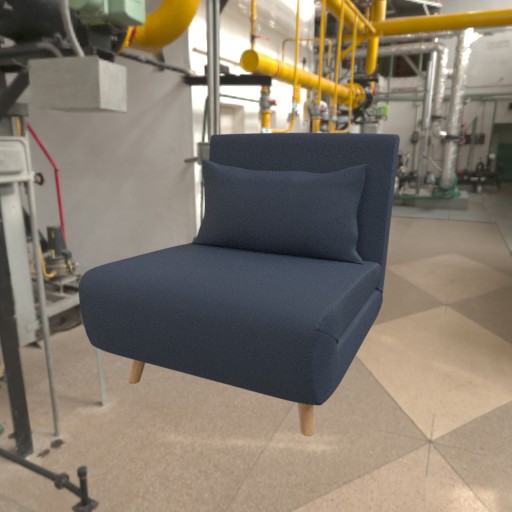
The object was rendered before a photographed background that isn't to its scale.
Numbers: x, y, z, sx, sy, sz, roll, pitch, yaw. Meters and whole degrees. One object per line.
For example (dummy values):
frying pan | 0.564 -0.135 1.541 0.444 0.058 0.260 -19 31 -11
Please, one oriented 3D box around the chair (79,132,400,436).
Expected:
chair | 0.000 0.000 1.498 0.770 0.808 0.900 7 17 25
